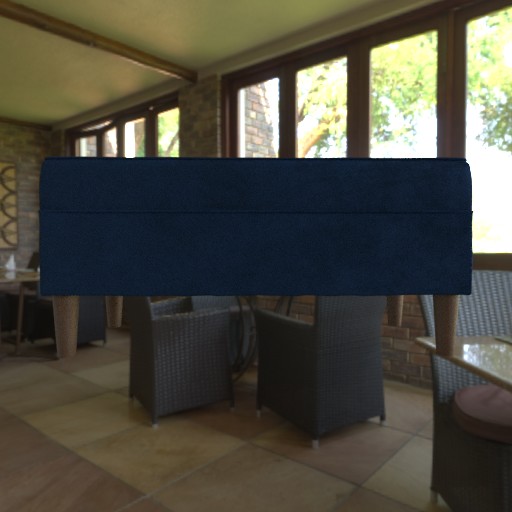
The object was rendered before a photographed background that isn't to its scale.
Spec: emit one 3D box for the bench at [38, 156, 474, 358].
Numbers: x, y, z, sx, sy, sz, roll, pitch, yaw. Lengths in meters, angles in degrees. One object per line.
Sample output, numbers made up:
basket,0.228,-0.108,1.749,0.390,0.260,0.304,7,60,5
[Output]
bench,0.000,0.000,1.249,1.010,0.467,0.489,0,2,-1
